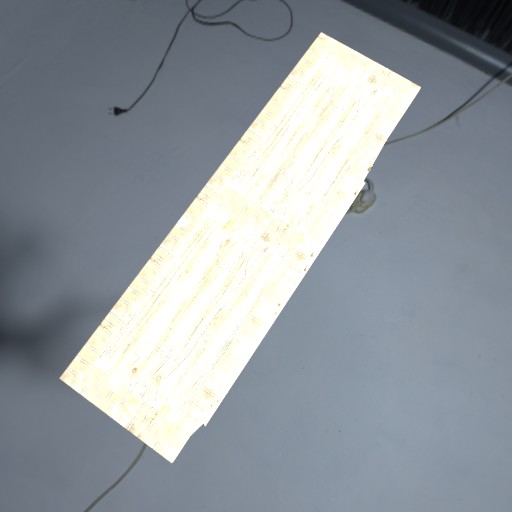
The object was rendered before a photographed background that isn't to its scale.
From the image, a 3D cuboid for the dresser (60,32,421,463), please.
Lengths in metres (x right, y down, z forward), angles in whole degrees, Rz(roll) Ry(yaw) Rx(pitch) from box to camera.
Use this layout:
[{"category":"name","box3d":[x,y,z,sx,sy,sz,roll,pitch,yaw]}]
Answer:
[{"category":"dresser","box3d":[0.000,0.000,2.079,0.457,1.016,1.626,33,78,8]}]
